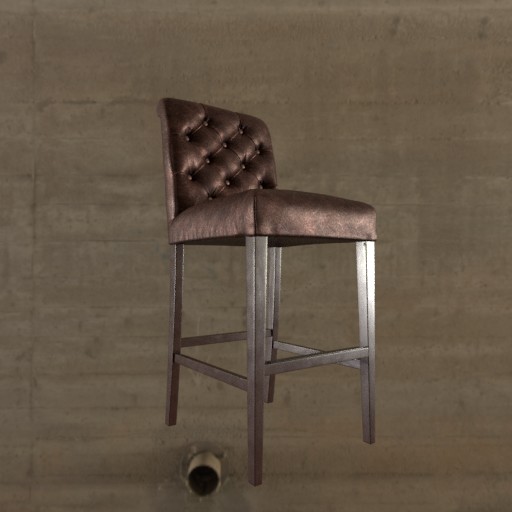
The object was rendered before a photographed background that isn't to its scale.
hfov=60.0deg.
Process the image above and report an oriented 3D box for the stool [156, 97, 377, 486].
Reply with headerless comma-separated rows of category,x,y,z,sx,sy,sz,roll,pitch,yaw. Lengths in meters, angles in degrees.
stool,0.000,0.000,1.507,0.483,1.168,0.659,1,-1,-36
